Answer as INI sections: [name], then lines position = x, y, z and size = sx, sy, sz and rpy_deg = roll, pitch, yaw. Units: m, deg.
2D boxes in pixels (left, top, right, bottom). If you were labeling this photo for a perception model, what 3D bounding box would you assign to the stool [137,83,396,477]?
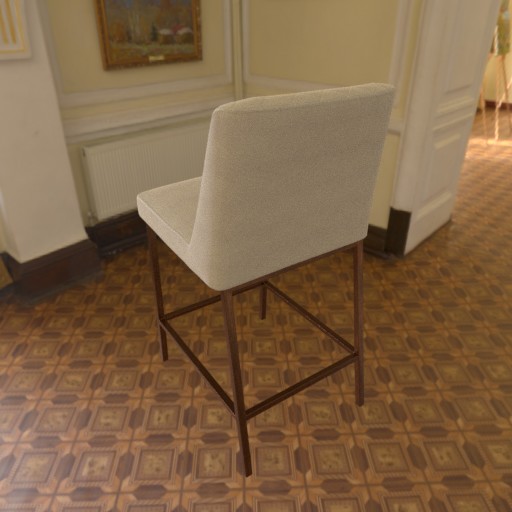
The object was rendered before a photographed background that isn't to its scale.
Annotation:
[stool]
position = 0.000, 0.000, 1.287
size = 0.507, 0.973, 0.576
rpy_deg = -18, 34, -29
